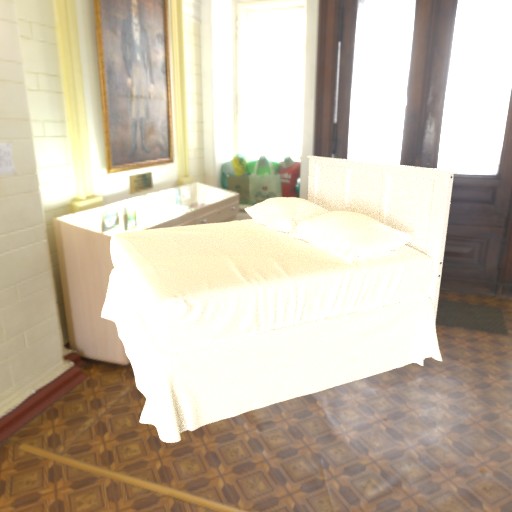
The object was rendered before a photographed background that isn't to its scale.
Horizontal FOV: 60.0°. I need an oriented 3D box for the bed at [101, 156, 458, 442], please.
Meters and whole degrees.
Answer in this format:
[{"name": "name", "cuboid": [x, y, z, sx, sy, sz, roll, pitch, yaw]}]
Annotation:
[{"name": "bed", "cuboid": [0.000, 0.000, 3.200, 2.047, 1.269, 1.876, -8, 18, -25]}]
